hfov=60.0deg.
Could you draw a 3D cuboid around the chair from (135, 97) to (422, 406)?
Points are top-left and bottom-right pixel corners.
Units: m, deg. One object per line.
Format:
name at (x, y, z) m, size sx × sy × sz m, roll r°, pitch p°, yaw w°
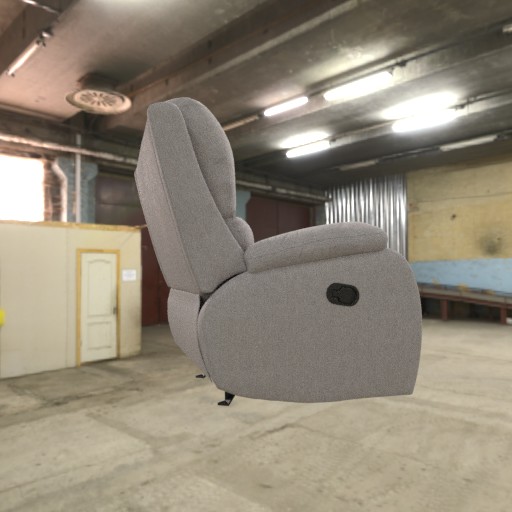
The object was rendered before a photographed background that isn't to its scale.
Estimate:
chair at (0.000, 0.000, 1.749) m, size 0.899 × 1.011 × 0.930 m, roll 1°, pitch -3°, yaw -18°
